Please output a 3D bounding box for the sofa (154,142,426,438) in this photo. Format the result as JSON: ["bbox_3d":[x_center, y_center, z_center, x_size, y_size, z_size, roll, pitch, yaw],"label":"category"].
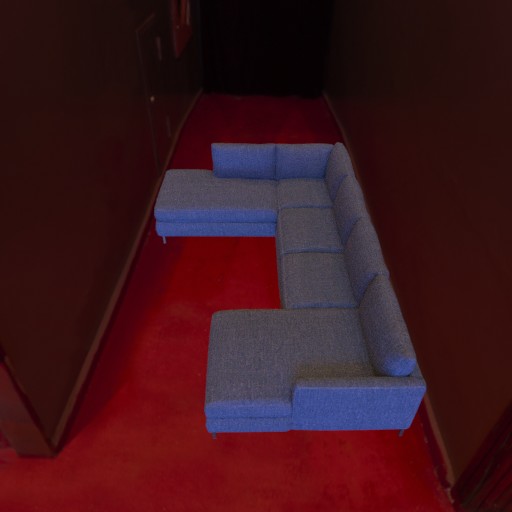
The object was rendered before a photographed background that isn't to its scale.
[{"bbox_3d":[0.000,0.000,3.566,1.879,0.753,2.737,0,40,0],"label":"sofa"}]
